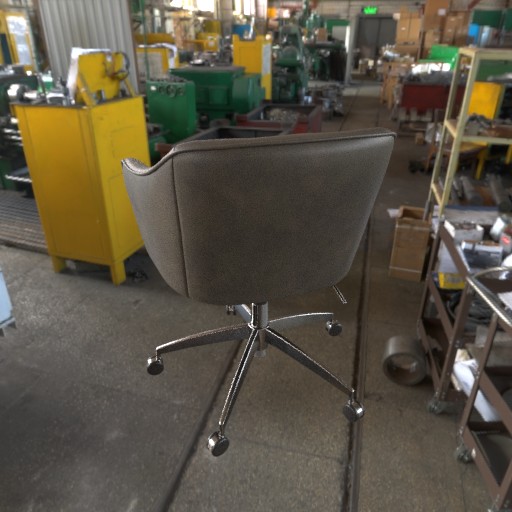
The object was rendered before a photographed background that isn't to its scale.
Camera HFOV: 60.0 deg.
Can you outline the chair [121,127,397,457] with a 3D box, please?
[{"bbox_3d":[0.000,0.000,1.323,0.713,0.827,0.689,-9,28,-17],"label":"chair"}]
